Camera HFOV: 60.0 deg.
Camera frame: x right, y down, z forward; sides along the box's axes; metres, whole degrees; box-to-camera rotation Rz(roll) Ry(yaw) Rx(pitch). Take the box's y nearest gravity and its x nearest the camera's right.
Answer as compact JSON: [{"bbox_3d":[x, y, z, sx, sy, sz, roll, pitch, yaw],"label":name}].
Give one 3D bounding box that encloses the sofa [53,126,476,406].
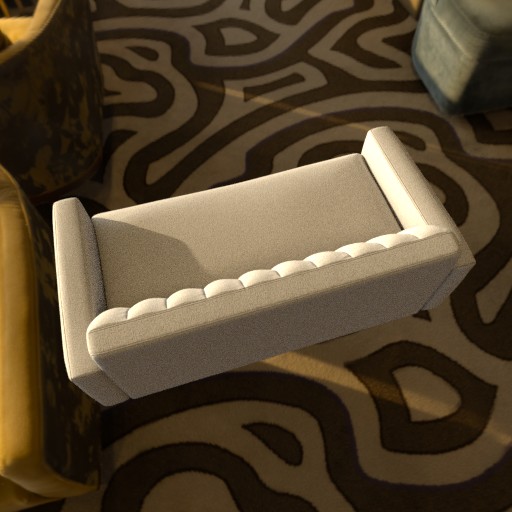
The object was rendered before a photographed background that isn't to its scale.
[{"bbox_3d":[0.000,0.000,2.353,1.895,0.814,0.969,-15,60,-9],"label":"sofa"}]
